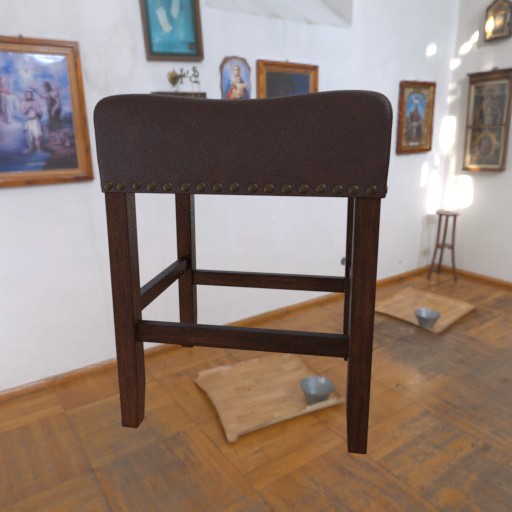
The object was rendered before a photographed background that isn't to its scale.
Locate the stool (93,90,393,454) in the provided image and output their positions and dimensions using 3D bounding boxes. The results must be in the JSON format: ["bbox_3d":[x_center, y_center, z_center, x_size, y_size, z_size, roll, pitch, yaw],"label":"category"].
[{"bbox_3d":[0.000,0.000,0.917,0.465,0.608,0.397,3,15,9],"label":"stool"}]
